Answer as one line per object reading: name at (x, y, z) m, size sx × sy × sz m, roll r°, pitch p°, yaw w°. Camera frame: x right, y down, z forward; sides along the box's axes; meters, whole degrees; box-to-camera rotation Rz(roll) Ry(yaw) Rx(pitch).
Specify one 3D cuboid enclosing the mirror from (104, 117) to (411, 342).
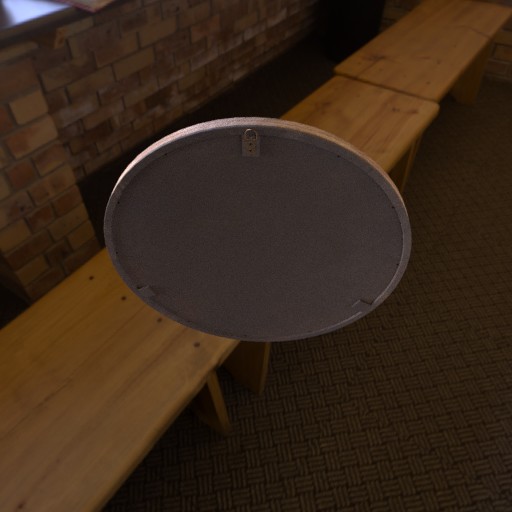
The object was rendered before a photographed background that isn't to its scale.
mirror at (0.000, 0.000, 1.065) m, size 0.710 × 0.710 × 0.038 m, roll 2°, pitch 47°, yaw 2°
